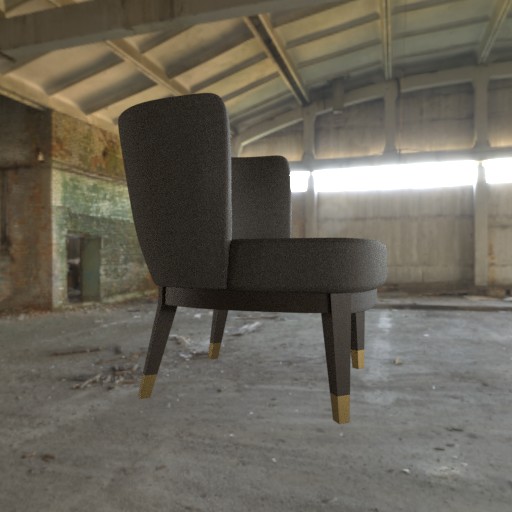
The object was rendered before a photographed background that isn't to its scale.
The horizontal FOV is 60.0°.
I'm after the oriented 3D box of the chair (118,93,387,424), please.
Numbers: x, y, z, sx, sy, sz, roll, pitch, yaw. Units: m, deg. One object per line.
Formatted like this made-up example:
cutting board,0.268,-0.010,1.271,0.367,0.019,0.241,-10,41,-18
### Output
chair,0.000,0.000,1.231,0.698,0.695,0.639,0,0,17
